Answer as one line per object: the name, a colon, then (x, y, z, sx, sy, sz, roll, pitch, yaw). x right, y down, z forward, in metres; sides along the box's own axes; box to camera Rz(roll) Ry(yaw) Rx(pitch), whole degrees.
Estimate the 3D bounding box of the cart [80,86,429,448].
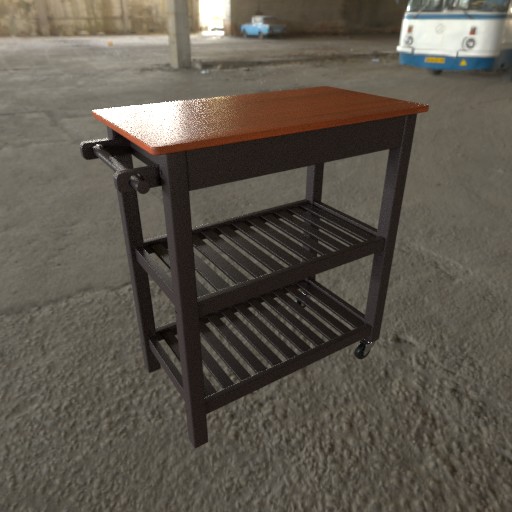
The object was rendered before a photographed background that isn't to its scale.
cart: (0.000, 0.000, 1.447, 0.899, 0.927, 0.457, -17, 33, -28)
